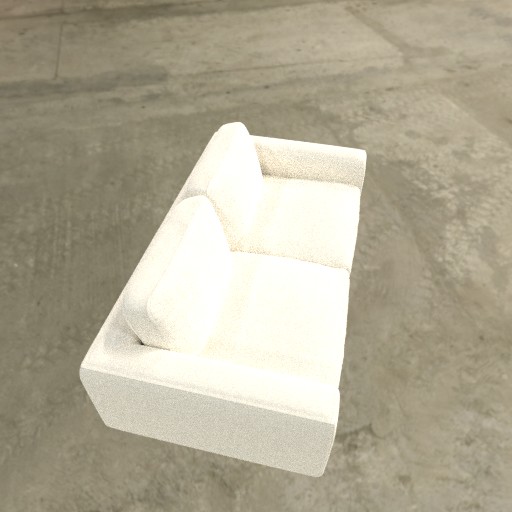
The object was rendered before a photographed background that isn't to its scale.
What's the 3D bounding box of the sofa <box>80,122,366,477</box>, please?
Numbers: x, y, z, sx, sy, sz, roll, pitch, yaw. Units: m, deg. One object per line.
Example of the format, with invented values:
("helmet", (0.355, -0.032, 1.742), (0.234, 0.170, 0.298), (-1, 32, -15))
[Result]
("sofa", (0.000, 0.000, 2.444), (1.069, 0.801, 1.920), (10, 46, 9))
